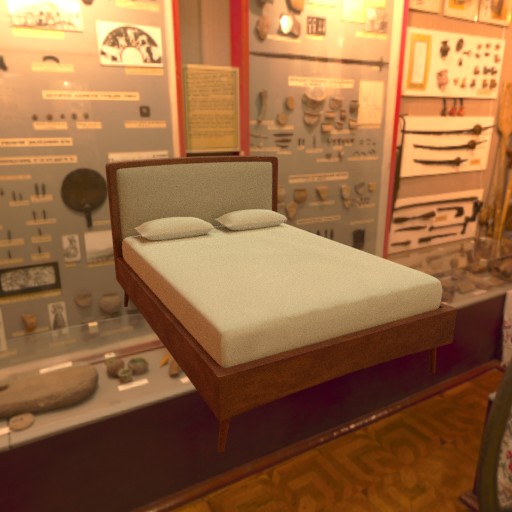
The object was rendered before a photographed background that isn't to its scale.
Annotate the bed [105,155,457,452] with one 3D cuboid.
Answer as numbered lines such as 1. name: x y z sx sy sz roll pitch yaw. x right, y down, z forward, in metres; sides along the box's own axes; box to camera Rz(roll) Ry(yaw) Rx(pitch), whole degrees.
1. bed: 0.000 0.000 3.210 1.587 1.275 2.196 -9 19 -27
